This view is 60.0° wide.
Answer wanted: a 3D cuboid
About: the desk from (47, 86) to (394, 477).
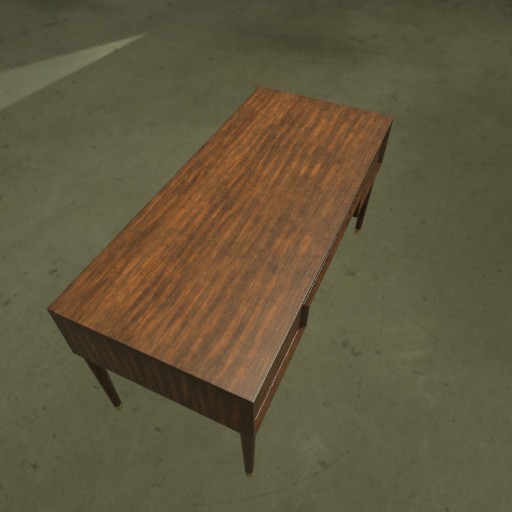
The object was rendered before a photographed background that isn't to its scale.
[{"bbox_3d":[0.000,0.000,2.036,0.724,0.762,1.575,19,51,17],"label":"desk"}]
